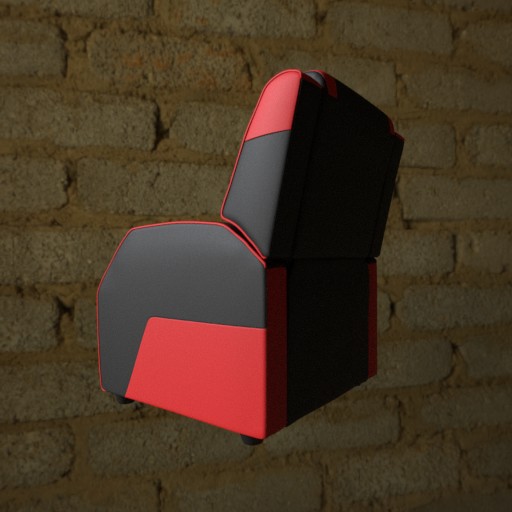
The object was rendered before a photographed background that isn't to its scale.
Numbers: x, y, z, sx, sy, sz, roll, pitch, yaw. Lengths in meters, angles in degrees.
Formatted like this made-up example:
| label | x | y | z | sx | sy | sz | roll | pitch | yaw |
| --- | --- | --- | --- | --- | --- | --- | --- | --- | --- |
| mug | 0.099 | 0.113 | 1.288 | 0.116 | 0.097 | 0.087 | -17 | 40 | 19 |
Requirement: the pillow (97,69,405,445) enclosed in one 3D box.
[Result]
| label | x | y | z | sx | sy | sz | roll | pitch | yaw |
| --- | --- | --- | --- | --- | --- | --- | --- | --- | --- |
| pillow | 0.000 | 0.000 | 1.281 | 0.672 | 0.805 | 0.620 | 0 | 0 | 36 |
